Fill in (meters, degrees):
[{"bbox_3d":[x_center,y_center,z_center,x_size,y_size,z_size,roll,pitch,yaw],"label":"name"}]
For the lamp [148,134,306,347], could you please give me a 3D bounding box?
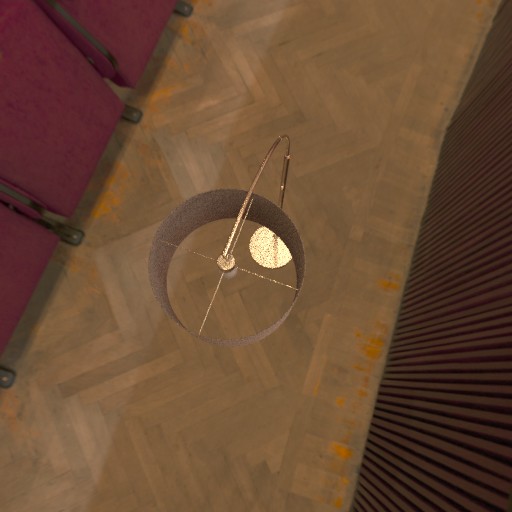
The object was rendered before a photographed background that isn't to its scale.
[{"bbox_3d":[0.000,0.000,2.080,0.452,1.735,0.934,20,76,5],"label":"lamp"}]
